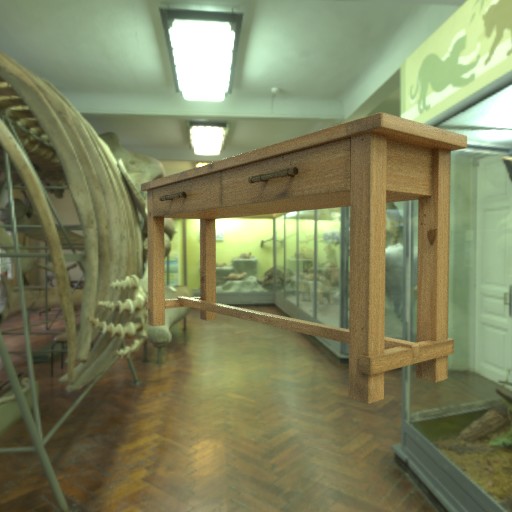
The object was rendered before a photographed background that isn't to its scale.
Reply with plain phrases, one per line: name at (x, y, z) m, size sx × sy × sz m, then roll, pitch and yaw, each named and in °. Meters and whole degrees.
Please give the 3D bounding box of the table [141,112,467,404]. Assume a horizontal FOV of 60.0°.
table at (0.000, 0.000, 1.882) m, size 0.442 × 0.762 × 1.599 m, roll -1°, pitch 1°, yaw -36°
